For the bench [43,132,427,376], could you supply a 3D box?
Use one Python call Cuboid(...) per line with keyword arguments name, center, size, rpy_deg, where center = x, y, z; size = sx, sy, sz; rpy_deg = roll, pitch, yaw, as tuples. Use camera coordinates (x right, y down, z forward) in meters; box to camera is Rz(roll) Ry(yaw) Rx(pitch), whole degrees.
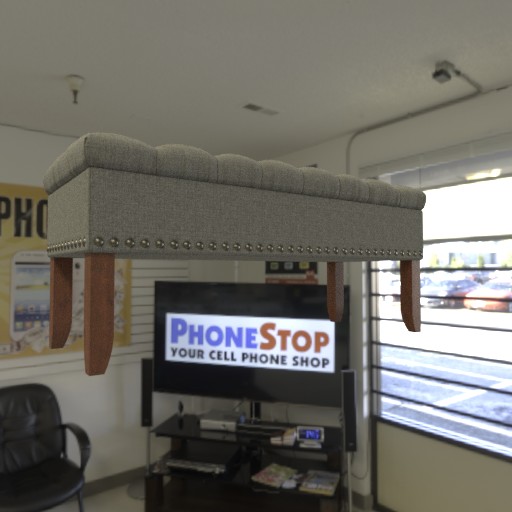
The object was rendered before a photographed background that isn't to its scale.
Cuboid(name="bench", center=(0.000, 0.000, 1.265), size=(1.052, 0.470, 0.417), rpy_deg=(1, -2, -35))
